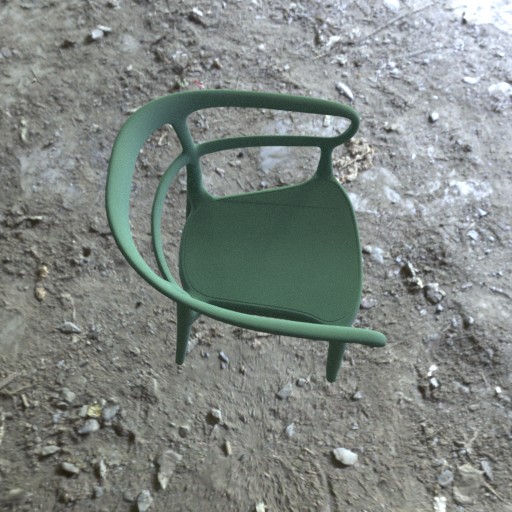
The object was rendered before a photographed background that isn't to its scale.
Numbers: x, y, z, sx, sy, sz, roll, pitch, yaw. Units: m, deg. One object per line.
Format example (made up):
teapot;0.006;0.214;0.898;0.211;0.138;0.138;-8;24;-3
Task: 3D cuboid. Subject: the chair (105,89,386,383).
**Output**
chair;0.000;0.000;1.132;0.527;0.761;0.559;0;66;0
